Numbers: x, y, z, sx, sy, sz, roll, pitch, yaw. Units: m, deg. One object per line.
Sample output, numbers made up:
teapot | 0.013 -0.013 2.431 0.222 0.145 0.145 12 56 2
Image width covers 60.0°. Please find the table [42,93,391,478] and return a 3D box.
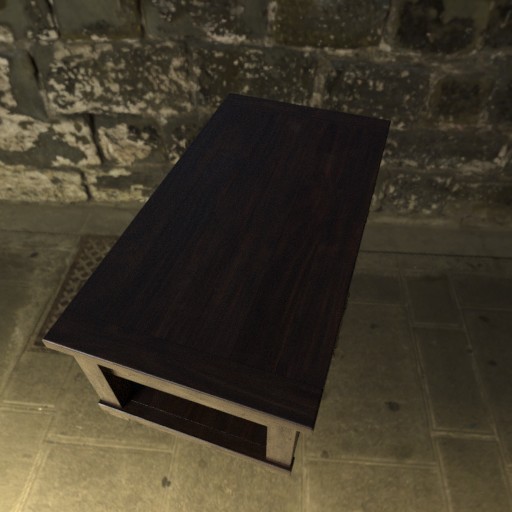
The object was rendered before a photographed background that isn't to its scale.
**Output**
table | 0.000 0.000 1.586 0.700 0.494 1.270 14 50 12
